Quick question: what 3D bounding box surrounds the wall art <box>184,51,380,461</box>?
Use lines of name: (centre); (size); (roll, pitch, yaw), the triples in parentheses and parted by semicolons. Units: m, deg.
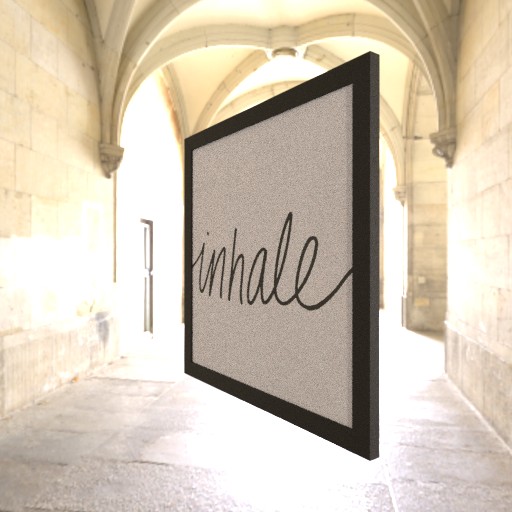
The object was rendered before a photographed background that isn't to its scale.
wall art: (0.000, 0.000, 0.531); (0.013, 0.356, 0.356); (0, 0, -36)
